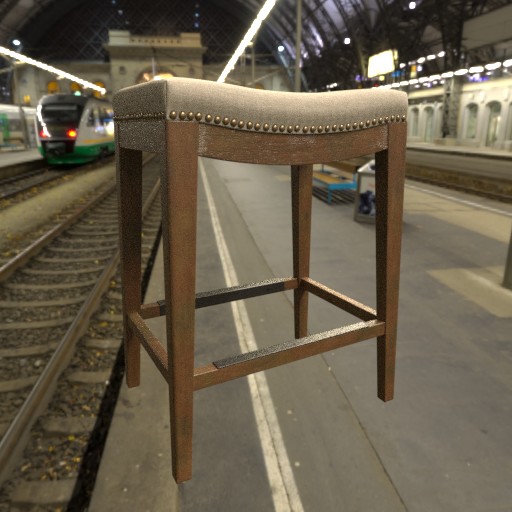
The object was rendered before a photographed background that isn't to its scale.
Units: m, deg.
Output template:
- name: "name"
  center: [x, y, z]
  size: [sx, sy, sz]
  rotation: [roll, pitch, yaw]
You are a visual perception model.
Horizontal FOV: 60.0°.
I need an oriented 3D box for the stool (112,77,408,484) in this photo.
- name: "stool"
  center: [0.000, 0.000, 0.931]
  size: [0.508, 0.660, 0.356]
  rotation: [-9, 18, -28]
